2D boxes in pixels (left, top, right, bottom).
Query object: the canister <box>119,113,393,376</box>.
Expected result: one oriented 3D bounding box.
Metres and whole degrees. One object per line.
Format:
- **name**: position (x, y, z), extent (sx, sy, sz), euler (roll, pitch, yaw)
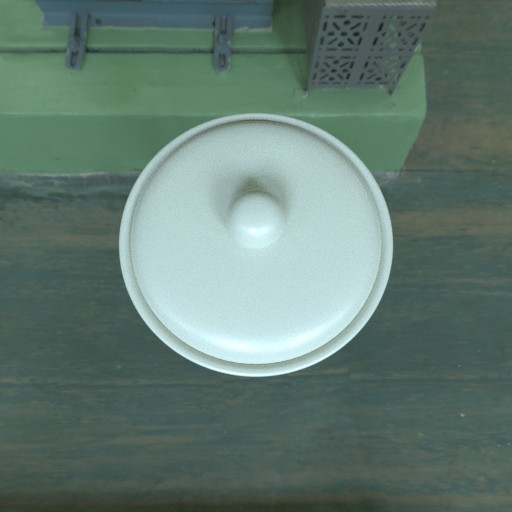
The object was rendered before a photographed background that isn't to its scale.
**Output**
- **canister**: position (0.000, 0.000, 0.350), extent (0.181, 0.211, 0.181), euler (0, 76, 0)
